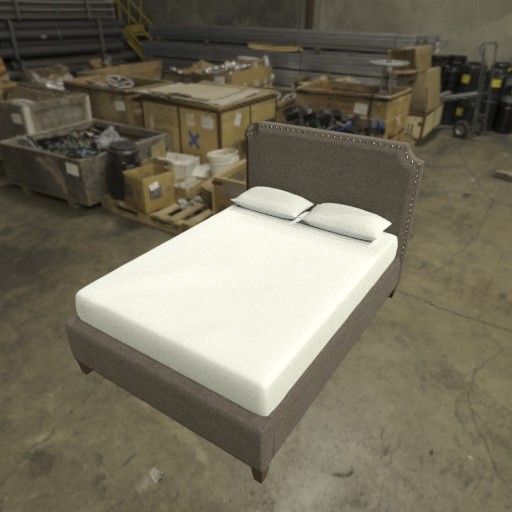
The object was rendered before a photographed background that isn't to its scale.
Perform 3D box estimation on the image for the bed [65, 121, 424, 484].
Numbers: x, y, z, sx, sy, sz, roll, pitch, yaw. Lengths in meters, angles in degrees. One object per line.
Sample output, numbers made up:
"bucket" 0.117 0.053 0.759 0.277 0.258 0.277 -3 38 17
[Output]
"bed" 0.000 0.000 3.450 1.713 1.457 2.381 18 34 29
